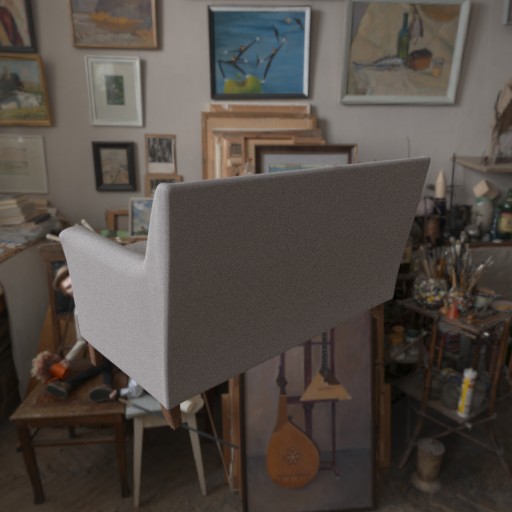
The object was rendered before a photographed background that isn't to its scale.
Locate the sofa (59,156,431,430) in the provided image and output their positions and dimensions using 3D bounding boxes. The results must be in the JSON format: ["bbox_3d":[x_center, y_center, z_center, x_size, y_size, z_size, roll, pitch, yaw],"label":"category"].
[{"bbox_3d":[0.000,0.000,2.067,1.482,0.890,0.888,-15,23,-41],"label":"sofa"}]
